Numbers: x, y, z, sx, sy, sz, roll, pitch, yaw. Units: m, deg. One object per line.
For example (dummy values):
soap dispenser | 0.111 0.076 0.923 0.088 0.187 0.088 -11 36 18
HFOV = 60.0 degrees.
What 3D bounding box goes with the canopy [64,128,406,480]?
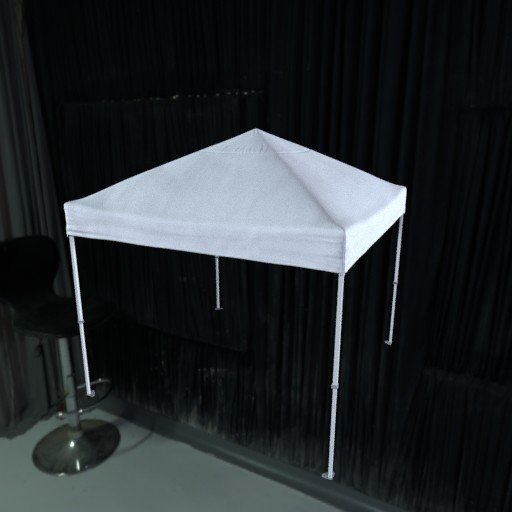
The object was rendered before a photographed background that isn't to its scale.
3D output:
canopy | 0.000 0.000 5.423 2.998 2.997 2.996 8 18 25
